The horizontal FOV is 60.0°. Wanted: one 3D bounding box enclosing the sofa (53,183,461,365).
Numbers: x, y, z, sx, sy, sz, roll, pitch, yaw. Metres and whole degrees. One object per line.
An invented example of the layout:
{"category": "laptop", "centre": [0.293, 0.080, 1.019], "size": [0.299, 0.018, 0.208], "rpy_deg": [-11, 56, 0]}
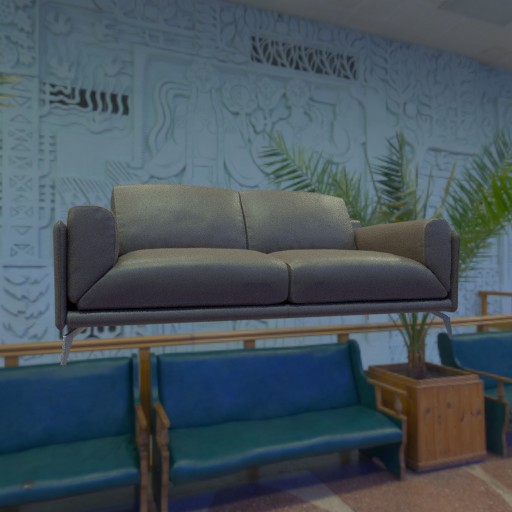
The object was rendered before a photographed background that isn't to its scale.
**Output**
{"category": "sofa", "centre": [0.000, 0.000, 2.619], "size": [2.101, 0.930, 1.049], "rpy_deg": [0, -1, -19]}
